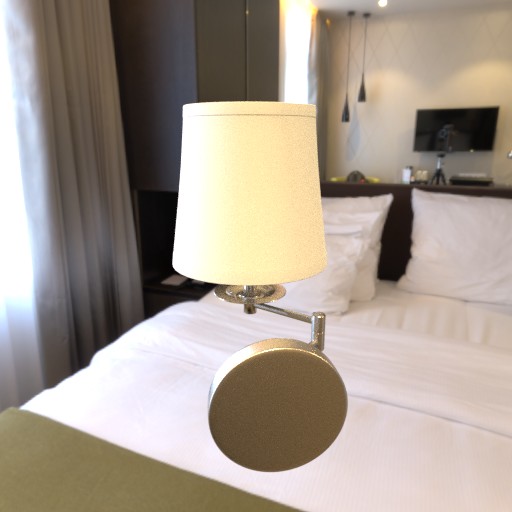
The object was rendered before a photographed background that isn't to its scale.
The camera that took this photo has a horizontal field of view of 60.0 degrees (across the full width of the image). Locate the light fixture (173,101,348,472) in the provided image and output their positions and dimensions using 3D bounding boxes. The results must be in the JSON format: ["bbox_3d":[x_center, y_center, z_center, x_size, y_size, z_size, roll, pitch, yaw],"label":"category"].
[{"bbox_3d":[0.000,0.000,0.583,0.223,0.381,0.348,-2,15,-8],"label":"light fixture"}]
